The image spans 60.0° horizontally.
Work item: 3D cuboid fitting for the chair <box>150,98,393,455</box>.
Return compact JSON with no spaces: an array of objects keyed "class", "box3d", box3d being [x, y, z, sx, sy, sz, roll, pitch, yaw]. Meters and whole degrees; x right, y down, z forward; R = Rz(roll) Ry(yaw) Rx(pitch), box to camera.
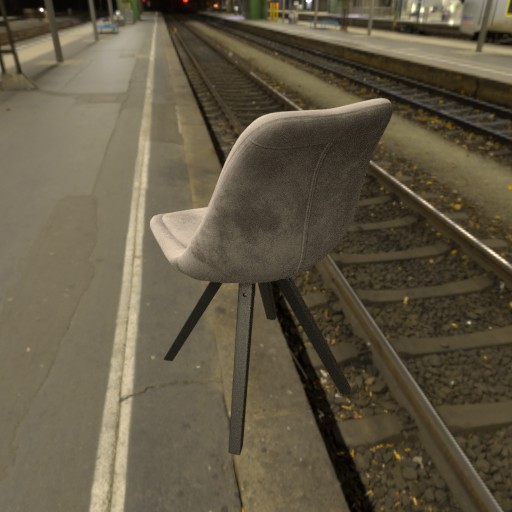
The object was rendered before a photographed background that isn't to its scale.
[{"class":"chair","box3d":[0.000,0.000,1.172,0.485,0.850,0.550,-17,34,-28]}]
